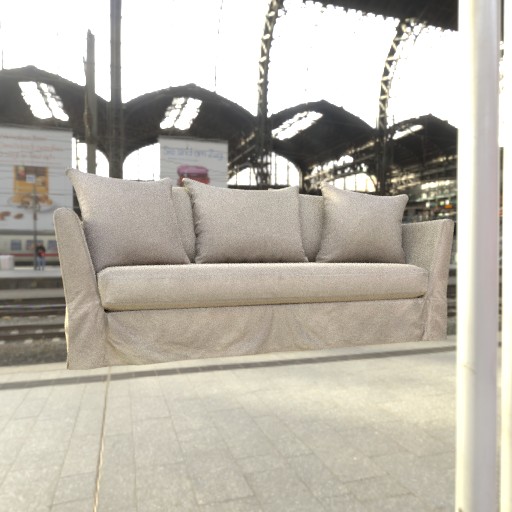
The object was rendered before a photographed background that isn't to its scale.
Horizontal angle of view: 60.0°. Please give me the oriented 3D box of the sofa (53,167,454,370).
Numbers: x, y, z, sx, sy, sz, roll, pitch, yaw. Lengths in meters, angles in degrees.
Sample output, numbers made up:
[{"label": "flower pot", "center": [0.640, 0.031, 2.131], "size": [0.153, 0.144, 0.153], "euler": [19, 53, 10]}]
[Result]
[{"label": "sofa", "center": [0.000, 0.000, 2.846], "size": [2.290, 1.034, 1.031], "euler": [0, 1, -19]}]
